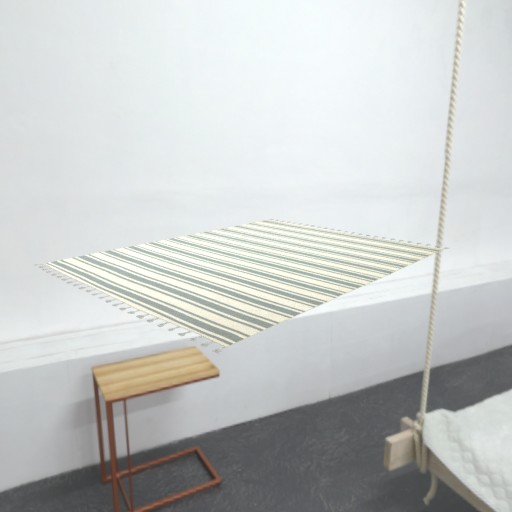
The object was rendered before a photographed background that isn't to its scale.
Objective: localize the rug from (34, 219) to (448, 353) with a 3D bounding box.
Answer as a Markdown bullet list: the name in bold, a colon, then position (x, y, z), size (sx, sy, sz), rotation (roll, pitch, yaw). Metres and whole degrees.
- **rug**: position (0.000, 0.000, 4.220), size (2.439, 0.005, 3.201), rotation (14, 20, 42)
